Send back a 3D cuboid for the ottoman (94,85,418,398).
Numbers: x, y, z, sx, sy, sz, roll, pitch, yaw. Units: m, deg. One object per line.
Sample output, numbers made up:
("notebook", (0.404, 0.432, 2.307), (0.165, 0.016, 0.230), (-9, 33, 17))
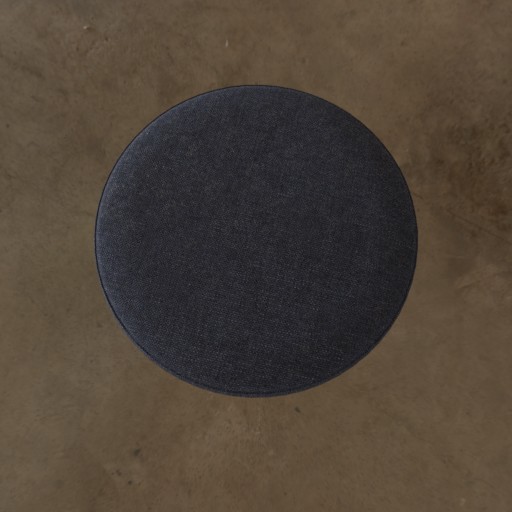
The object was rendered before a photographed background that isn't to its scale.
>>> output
("ottoman", (0.000, 0.000, 0.884), (0.520, 0.430, 0.520), (0, 76, 0))
